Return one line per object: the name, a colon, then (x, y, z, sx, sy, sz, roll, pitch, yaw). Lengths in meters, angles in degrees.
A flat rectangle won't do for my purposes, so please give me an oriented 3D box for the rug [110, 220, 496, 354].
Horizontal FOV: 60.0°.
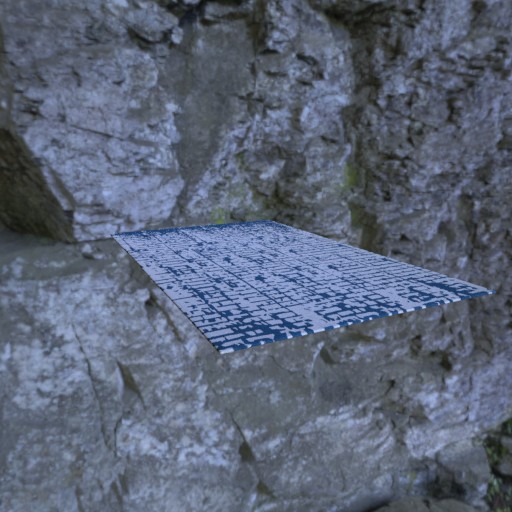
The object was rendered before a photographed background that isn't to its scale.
rug: (0.000, 0.000, 2.982, 1.517, 0.011, 2.435, -7, 16, -26)
